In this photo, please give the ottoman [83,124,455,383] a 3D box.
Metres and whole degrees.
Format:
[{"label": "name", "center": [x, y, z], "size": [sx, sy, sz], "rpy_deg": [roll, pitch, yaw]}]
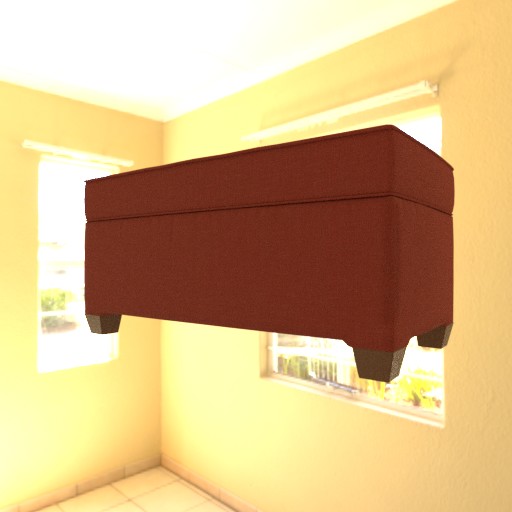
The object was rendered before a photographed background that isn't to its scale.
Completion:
[{"label": "ottoman", "center": [0.000, 0.000, 1.215], "size": [0.948, 0.454, 0.497], "rpy_deg": [0, -1, 36]}]
